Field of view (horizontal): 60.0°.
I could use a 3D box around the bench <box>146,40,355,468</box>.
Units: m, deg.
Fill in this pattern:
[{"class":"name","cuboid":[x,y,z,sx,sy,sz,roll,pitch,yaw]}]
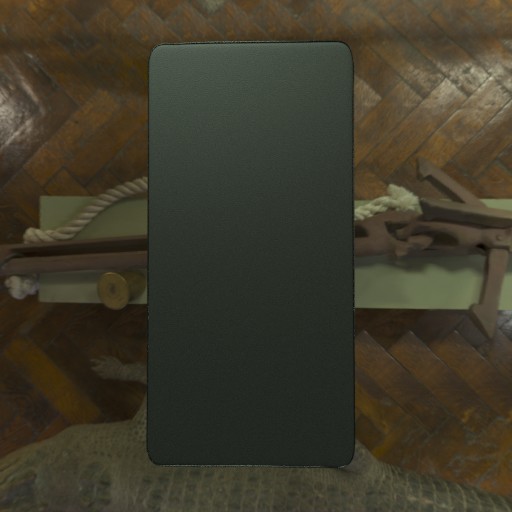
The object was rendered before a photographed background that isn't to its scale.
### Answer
[{"class":"bench","cuboid":[0.000,0.000,0.901,0.300,0.561,0.600,0,89,2]}]
